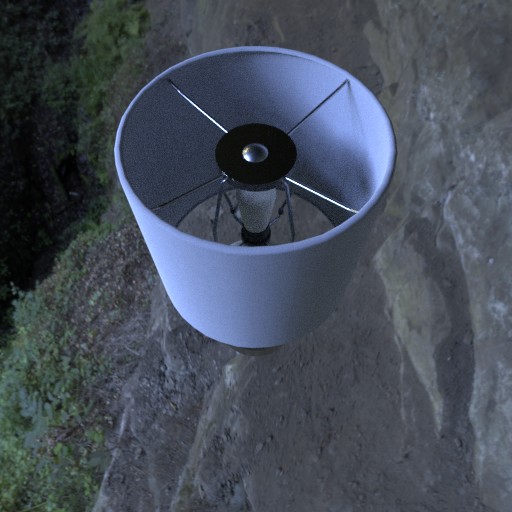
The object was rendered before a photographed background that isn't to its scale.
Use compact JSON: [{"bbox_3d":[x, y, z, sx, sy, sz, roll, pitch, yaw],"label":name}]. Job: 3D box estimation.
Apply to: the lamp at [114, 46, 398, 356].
[{"bbox_3d":[0.000,0.000,0.470,0.201,0.353,0.201,16,61,9],"label":"lamp"}]
